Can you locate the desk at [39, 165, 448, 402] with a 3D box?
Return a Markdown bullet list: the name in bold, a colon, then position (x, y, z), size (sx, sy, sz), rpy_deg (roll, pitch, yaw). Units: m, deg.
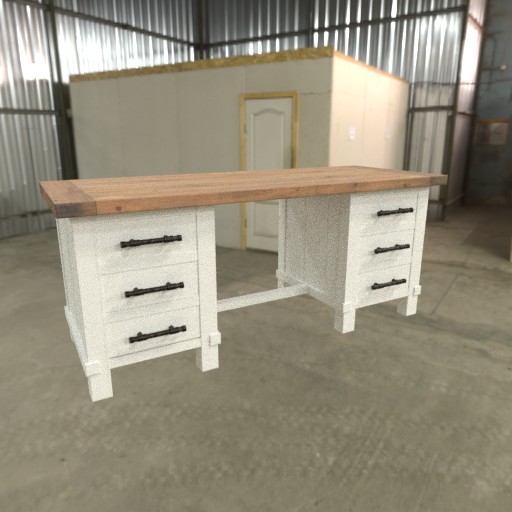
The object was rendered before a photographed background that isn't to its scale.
- **desk**: position (0.000, 0.000, 2.187), size (1.803, 0.760, 0.688), rpy_deg (-9, 18, -28)
